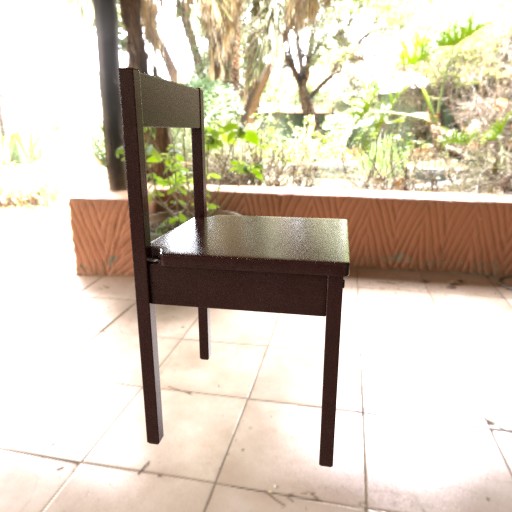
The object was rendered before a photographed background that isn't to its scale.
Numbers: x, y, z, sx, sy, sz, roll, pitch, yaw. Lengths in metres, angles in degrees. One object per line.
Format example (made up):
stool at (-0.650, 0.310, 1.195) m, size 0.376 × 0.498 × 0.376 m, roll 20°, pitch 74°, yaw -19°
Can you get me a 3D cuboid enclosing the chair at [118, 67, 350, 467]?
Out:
chair at (0.000, 0.000, 0.893) m, size 0.361 × 0.668 × 0.367 m, roll 3°, pitch 16°, yaw 10°
